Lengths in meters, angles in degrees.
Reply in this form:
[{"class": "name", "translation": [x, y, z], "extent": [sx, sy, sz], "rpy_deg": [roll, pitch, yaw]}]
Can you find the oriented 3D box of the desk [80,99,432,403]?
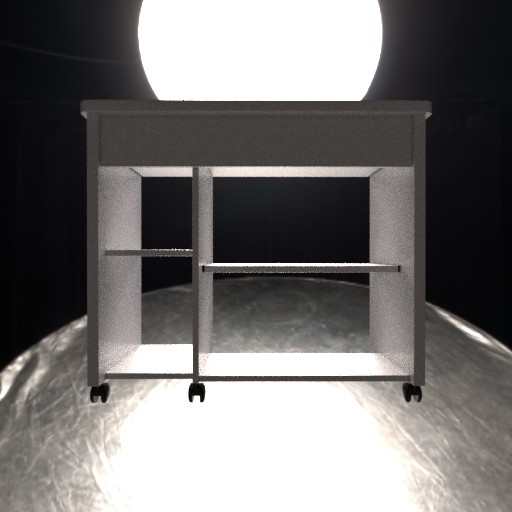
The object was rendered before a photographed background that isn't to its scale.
[{"class": "desk", "translation": [0.000, 0.000, 1.316], "extent": [0.877, 0.763, 0.475], "rpy_deg": [0, 0, 0]}]
